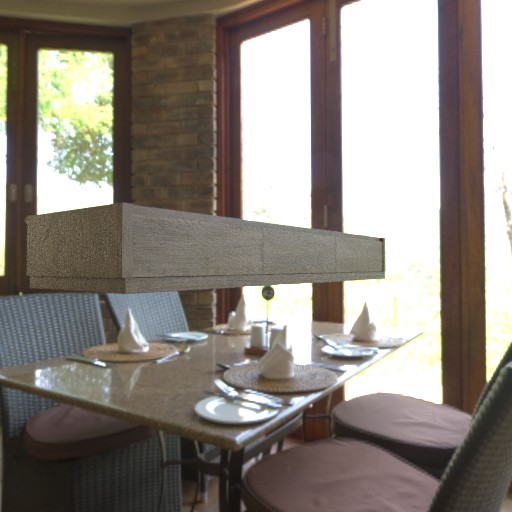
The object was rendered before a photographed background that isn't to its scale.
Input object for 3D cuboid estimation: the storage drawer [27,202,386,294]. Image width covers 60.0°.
[{"bbox_3d":[0.000,0.000,2.316,0.591,0.274,2.072,-1,-2,38],"label":"storage drawer"}]
